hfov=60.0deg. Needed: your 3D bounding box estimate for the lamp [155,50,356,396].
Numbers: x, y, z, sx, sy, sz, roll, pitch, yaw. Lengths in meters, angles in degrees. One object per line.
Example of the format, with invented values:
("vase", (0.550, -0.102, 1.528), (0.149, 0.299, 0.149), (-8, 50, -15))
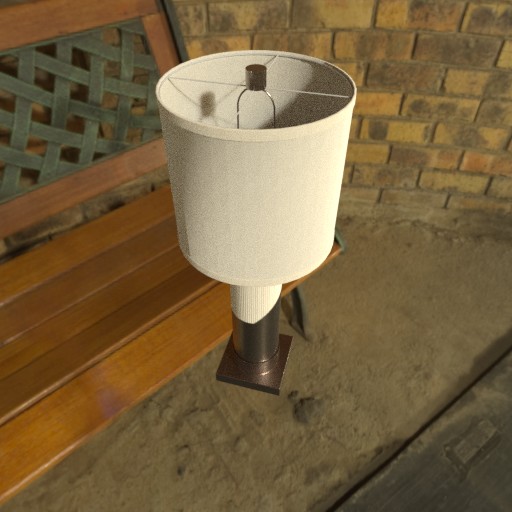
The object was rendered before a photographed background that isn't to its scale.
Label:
("lamp", (0.000, 0.000, 0.613), (0.202, 0.509, 0.202), (11, 44, 11))
